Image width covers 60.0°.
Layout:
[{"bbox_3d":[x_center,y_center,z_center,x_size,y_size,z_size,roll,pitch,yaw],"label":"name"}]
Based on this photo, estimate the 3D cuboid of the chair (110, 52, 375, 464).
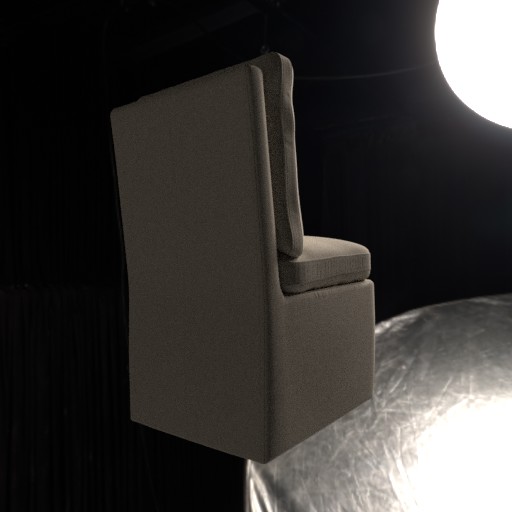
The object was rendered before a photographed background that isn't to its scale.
[{"bbox_3d":[0.000,0.000,1.325,0.503,0.927,0.698,-1,-1,37],"label":"chair"}]
